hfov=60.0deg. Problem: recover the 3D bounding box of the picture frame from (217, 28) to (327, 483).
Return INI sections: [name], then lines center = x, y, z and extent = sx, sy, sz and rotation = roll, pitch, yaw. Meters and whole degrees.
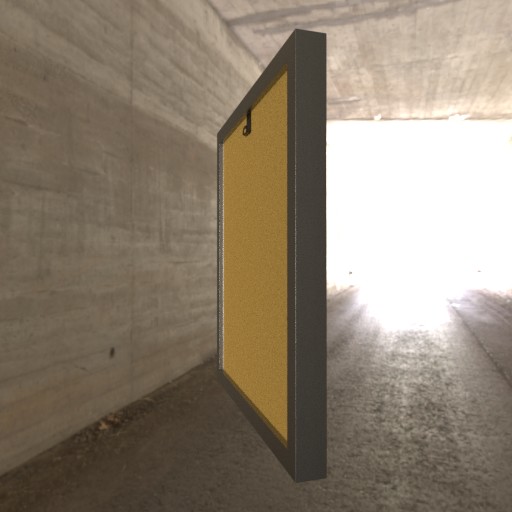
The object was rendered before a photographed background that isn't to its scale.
[picture frame]
center = 0.000, 0.000, 1.355
extent = 0.073, 0.968, 0.839
rotation = 0, 0, -16
